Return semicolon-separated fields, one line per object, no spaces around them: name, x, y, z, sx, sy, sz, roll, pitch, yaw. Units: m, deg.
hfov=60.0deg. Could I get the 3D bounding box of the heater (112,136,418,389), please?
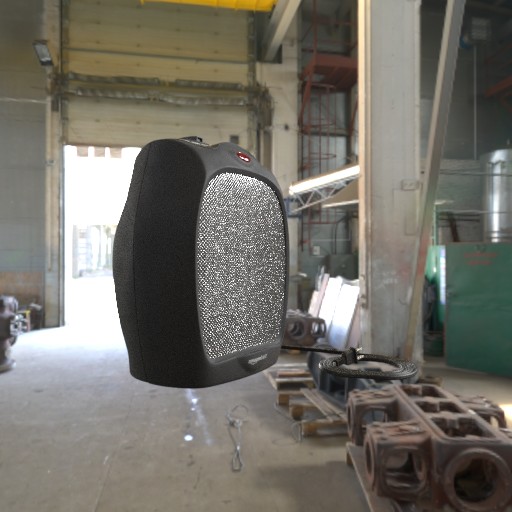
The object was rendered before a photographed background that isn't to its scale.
heater;0.000;0.000;0.467;0.291;0.240;0.239;0;0;35
